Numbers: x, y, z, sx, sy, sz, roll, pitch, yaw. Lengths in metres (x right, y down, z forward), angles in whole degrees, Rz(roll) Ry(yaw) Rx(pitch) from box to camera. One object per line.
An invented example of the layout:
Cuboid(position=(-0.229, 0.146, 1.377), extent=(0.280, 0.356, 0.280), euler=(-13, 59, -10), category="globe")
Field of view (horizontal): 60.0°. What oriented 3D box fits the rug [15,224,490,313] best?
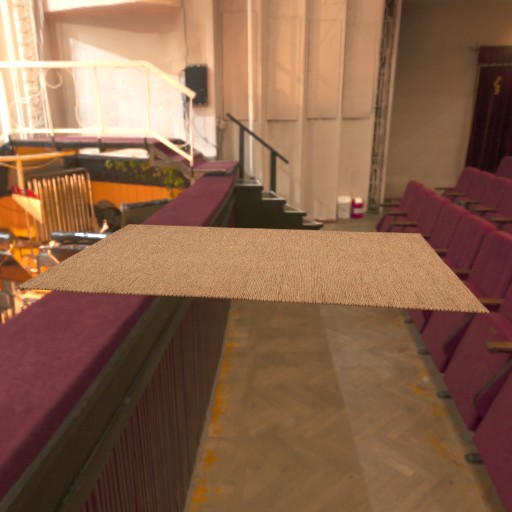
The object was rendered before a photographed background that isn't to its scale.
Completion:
Cuboid(position=(0.000, 0.000, 2.970), extent=(2.439, 0.011, 1.533), euler=(2, 17, 7), category="rug")
